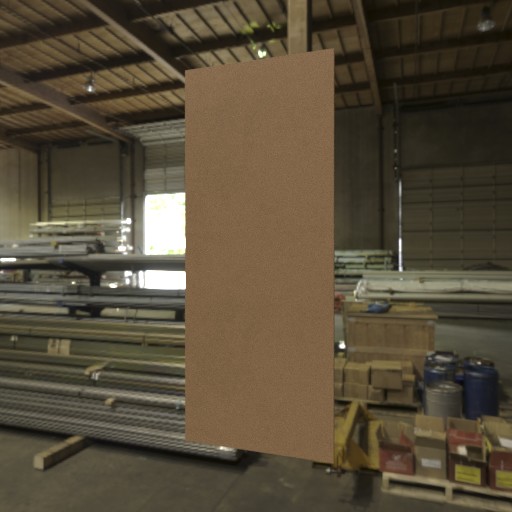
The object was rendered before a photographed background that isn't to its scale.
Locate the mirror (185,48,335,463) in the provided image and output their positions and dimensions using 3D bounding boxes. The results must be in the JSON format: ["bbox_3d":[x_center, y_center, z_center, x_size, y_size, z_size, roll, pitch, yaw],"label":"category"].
[{"bbox_3d":[0.000,0.000,2.313,0.812,2.031,0.026,0,0,19],"label":"mirror"}]
